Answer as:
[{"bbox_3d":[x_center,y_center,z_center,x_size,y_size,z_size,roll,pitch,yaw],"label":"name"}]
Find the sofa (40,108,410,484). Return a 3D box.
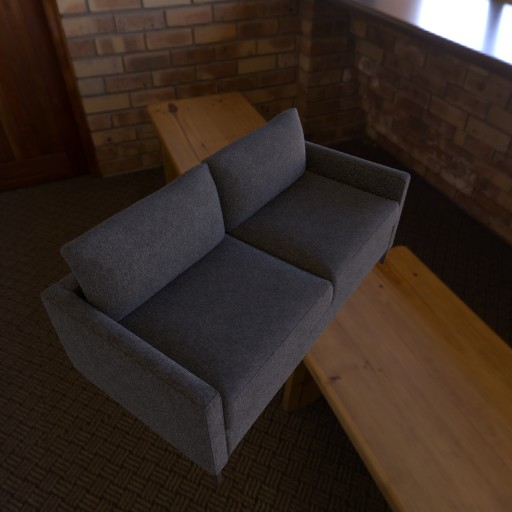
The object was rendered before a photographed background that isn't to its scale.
[{"bbox_3d":[0.000,0.000,2.156,0.866,0.862,1.716,26,47,26],"label":"sofa"}]
